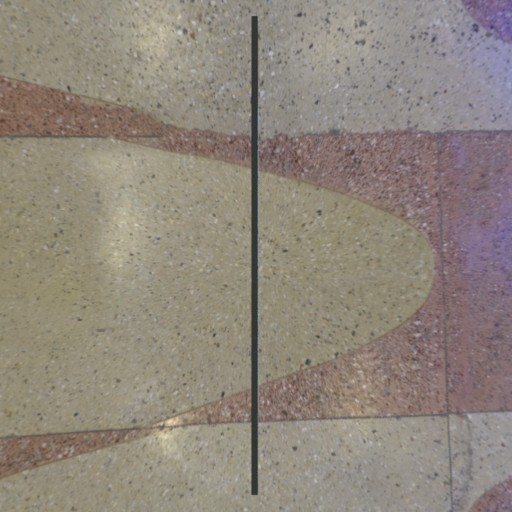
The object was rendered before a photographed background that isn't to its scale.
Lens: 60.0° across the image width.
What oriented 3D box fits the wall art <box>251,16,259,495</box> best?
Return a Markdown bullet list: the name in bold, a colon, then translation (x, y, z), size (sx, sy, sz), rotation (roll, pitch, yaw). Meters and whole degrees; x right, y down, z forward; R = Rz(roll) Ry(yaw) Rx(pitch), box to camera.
- **wall art**: translation (0.000, 0.000, 1.224), size (0.013, 0.665, 0.963), rotation (0, 89, 0)
